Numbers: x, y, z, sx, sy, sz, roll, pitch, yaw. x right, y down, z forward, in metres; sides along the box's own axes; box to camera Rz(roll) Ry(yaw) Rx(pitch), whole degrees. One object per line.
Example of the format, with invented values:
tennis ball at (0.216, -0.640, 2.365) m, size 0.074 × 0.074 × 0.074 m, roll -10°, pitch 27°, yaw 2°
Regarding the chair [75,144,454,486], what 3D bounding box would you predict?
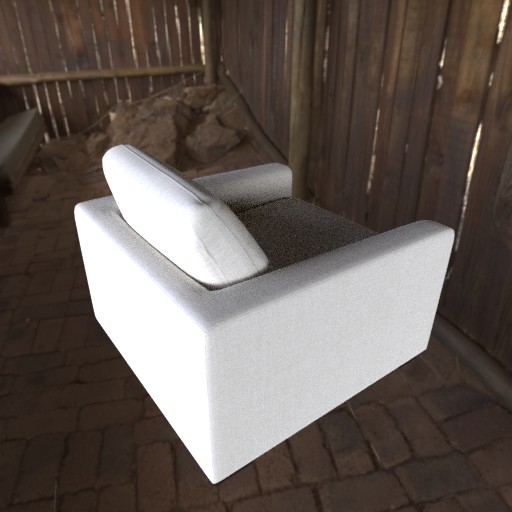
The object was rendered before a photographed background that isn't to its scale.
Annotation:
chair at (0.000, 0.000, 1.814) m, size 1.100 × 0.876 × 1.070 m, roll -19°, pitch 33°, yaw -32°
